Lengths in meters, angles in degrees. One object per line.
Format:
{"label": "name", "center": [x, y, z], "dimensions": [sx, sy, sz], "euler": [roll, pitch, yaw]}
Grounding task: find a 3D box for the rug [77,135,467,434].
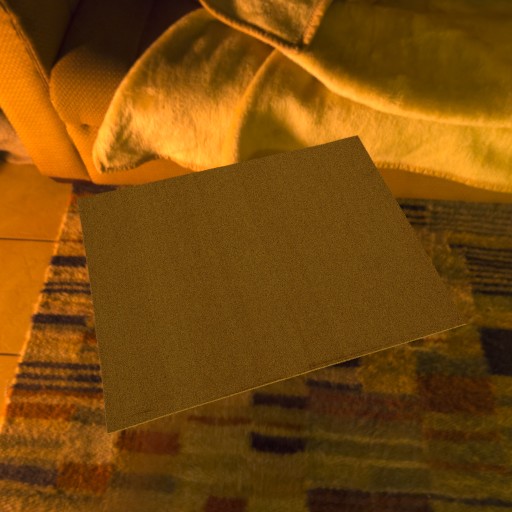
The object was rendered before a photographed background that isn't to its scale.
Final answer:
{"label": "rug", "center": [0.000, 0.000, 4.292], "dimensions": [3.202, 0.045, 2.434], "euler": [-14, 60, -8]}
